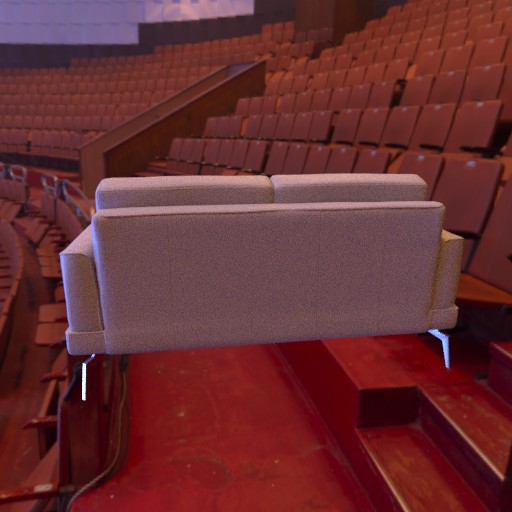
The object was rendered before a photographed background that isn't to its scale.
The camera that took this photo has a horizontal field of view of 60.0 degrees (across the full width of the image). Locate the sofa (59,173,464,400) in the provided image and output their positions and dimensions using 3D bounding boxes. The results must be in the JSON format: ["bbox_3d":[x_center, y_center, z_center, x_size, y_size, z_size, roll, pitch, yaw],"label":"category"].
[{"bbox_3d":[0.000,0.000,2.423,1.819,0.930,1.121,-2,15,-9],"label":"sofa"}]
